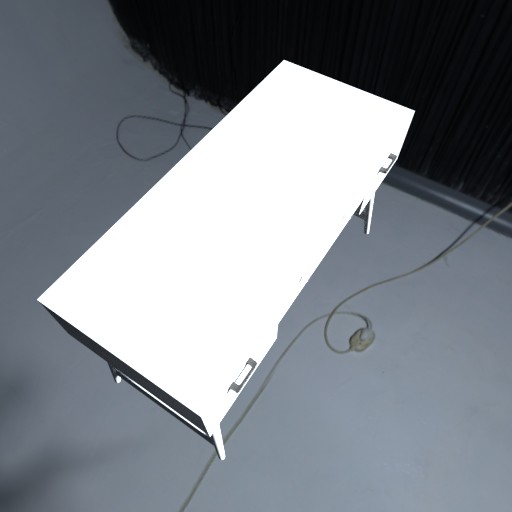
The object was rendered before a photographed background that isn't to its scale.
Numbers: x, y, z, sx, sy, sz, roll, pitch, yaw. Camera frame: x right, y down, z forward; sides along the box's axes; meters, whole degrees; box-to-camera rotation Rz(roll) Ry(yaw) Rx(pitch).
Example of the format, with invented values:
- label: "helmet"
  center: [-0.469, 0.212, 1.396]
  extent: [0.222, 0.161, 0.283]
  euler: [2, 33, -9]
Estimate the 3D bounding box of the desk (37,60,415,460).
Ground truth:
- label: "desk"
  center: [0.000, 0.000, 1.758]
  extent: [0.589, 0.762, 1.313]
  euler: [29, 62, 17]
